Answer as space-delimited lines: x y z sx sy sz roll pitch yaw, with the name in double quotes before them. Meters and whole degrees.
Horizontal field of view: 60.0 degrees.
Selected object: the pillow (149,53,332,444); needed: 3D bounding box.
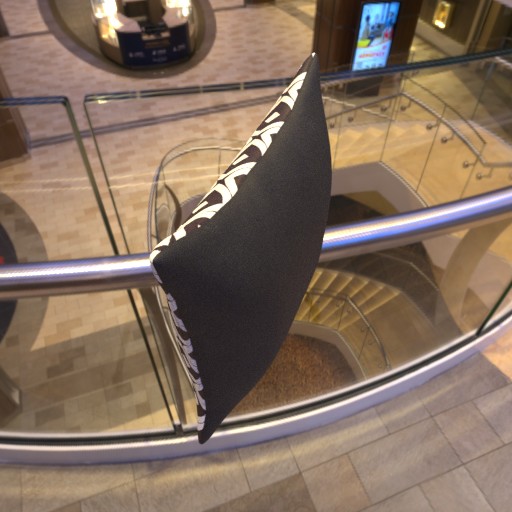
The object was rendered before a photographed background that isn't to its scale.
"pillow" 0.000 0.000 0.755 0.188 0.494 0.504 17 50 15
